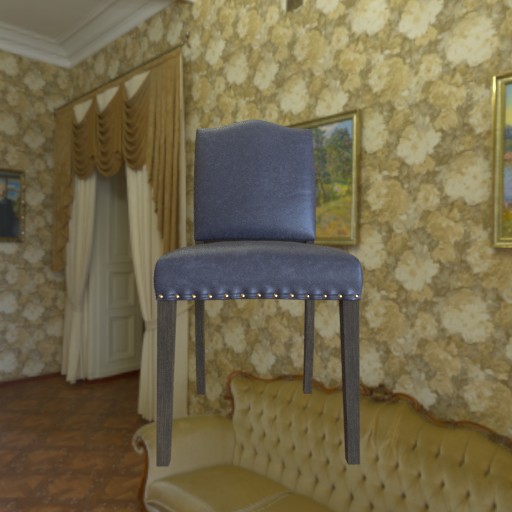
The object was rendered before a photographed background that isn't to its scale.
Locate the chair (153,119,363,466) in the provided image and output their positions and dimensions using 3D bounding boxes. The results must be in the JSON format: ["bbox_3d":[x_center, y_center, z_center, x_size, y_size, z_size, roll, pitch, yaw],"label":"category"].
[{"bbox_3d":[0.000,0.000,1.353,0.500,0.991,0.633,0,0,-1],"label":"chair"}]
